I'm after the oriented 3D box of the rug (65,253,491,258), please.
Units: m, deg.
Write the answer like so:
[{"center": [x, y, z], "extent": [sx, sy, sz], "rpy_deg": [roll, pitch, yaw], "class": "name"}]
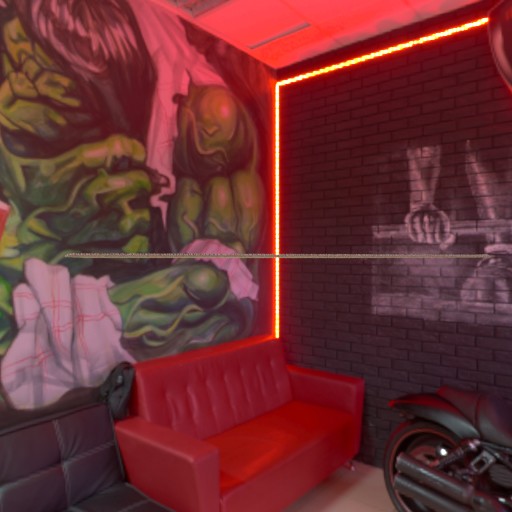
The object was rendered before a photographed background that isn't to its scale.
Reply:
[{"center": [0.000, 0.000, 4.116], "extent": [3.052, 0.030, 2.429], "rpy_deg": [0, 0, -18], "class": "rug"}]
